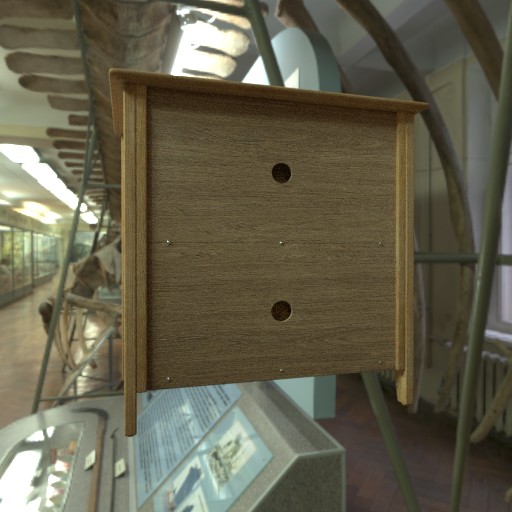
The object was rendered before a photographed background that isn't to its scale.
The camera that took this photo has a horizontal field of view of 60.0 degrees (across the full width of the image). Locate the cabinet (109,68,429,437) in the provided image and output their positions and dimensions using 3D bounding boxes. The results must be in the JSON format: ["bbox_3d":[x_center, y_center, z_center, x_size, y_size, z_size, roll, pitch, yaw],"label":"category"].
[{"bbox_3d":[0.000,0.000,1.238,0.763,0.762,0.503,0,0,-16],"label":"cabinet"}]
